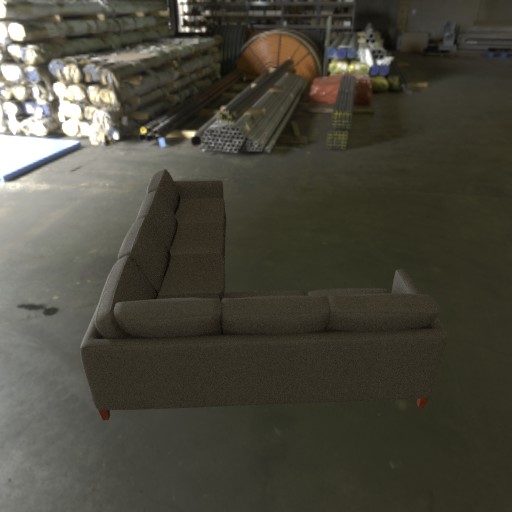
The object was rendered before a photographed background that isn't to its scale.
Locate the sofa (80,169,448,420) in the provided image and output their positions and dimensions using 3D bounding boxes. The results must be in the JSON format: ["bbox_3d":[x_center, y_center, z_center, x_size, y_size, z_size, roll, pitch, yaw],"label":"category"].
[{"bbox_3d":[0.000,0.000,4.566,2.593,0.947,3.302,-1,30,-2],"label":"sofa"}]
